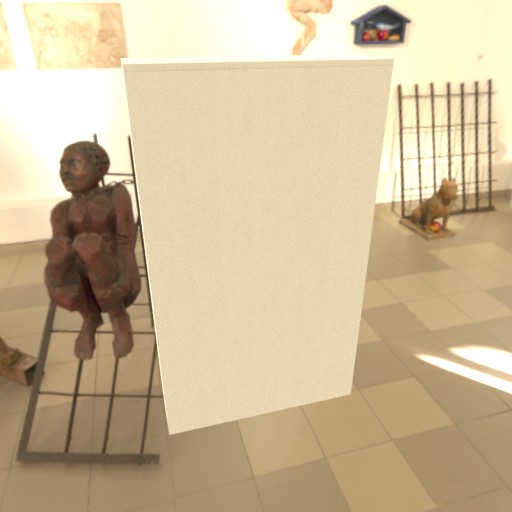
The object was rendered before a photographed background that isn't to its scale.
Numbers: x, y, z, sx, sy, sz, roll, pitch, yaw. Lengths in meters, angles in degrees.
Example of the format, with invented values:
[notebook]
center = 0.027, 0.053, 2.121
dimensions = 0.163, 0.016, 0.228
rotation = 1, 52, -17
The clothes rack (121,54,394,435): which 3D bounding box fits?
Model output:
[clothes rack]
center = 0.000, 0.000, 1.570
dimensions = 0.750, 1.280, 0.250
rotation = -8, 28, -14
